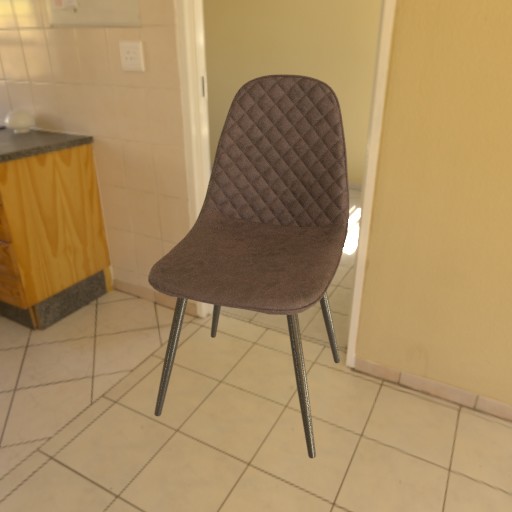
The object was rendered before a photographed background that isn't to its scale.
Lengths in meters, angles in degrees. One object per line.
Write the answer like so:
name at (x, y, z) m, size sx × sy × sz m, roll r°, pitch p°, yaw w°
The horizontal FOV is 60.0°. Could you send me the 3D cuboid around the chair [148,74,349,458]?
chair at (0.000, 0.000, 1.211) m, size 0.472 × 0.889 × 0.561 m, roll 8°, pitch 27°, yaw 17°
